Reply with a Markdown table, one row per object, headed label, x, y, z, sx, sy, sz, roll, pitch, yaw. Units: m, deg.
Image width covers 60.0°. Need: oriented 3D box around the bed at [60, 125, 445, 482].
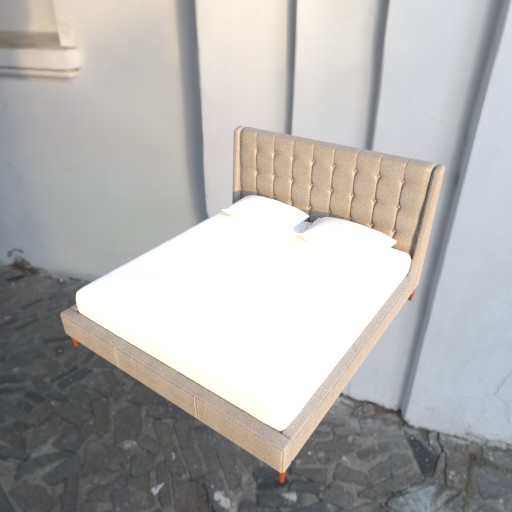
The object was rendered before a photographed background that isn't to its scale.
| label | x | y | z | sx | sy | sz | roll | pitch | yaw |
| --- | --- | --- | --- | --- | --- | --- | --- | --- | --- |
| bed | 0.000 | 0.000 | 3.554 | 2.062 | 1.289 | 2.342 | 20 | 37 | 30 |
